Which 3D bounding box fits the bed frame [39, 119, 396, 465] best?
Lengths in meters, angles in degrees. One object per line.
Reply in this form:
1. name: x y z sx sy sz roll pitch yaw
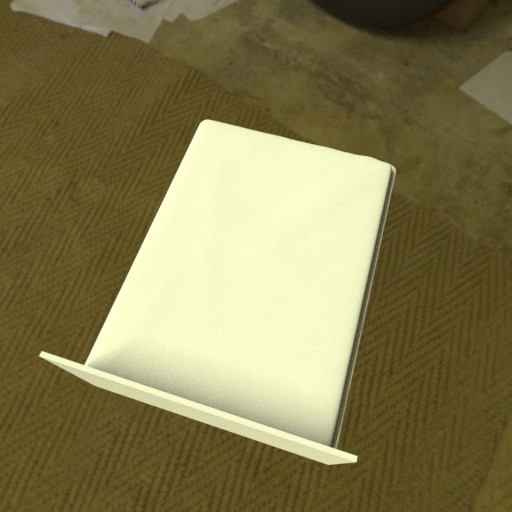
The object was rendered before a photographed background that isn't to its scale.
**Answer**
1. bed frame: 0.000 0.000 2.717 1.490 0.800 1.950 16 65 7
